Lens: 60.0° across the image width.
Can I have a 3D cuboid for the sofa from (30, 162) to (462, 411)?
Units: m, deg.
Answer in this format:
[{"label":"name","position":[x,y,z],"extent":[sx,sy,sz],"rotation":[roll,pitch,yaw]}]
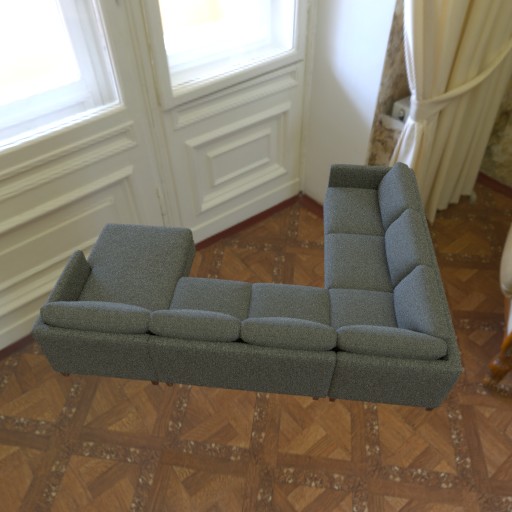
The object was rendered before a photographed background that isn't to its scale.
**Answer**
[{"label":"sofa","position":[0.000,0.000,4.299],"extent":[3.238,0.853,2.551],"rotation":[4,46,4]}]
